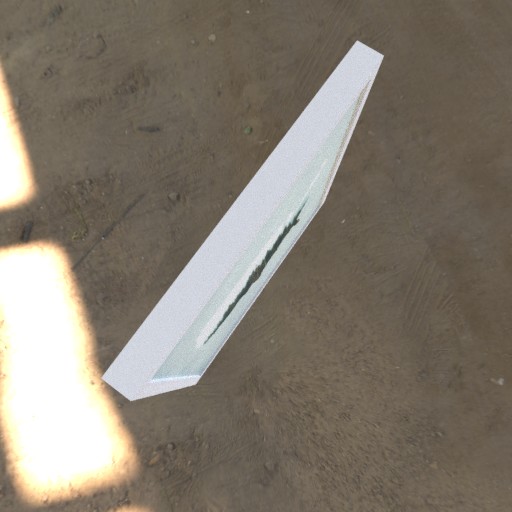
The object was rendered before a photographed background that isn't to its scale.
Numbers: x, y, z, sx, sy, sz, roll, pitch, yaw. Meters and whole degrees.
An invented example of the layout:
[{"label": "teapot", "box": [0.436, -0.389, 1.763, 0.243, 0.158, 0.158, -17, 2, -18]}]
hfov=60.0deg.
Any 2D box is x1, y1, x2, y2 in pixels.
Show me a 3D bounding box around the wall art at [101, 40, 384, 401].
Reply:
[{"label": "wall art", "box": [0.000, 0.000, 0.454, 0.024, 0.304, 0.304, 34, 78, 8]}]
